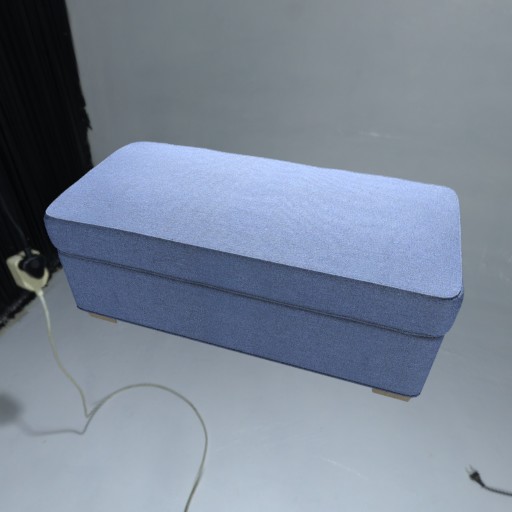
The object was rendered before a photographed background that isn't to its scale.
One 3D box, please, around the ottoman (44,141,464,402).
[{"bbox_3d":[0.000,0.000,1.383,1.110,0.460,0.515,12,41,14],"label":"ottoman"}]
